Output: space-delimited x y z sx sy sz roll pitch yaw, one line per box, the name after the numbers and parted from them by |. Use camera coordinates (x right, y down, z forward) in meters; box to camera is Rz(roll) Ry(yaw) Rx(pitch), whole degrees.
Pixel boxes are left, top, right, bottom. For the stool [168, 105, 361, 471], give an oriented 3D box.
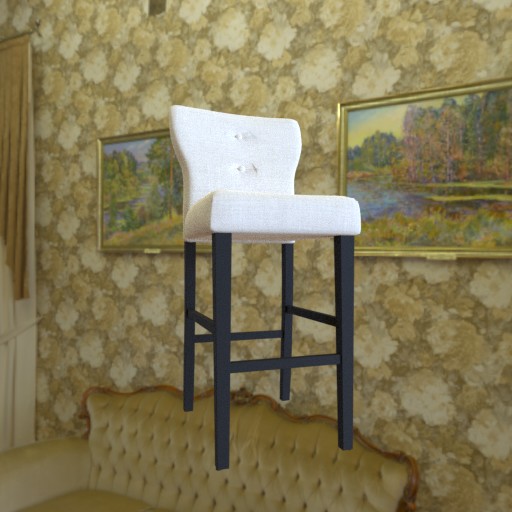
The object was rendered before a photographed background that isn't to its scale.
0.000 0.000 1.481 0.516 1.124 0.603 0 -1 -19 | stool
